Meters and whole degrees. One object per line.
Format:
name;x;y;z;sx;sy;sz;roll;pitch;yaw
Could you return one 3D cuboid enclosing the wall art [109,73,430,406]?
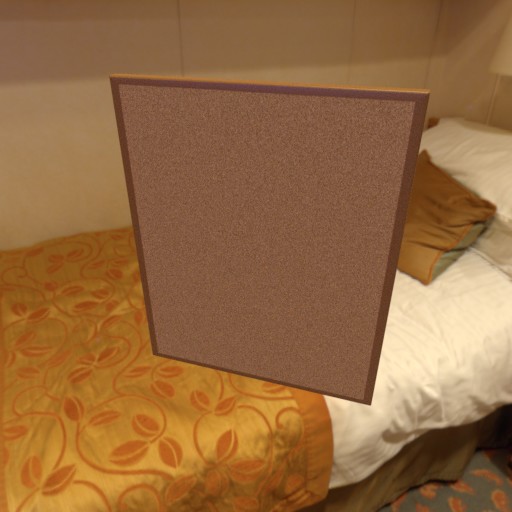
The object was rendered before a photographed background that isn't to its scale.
wall art;0.000;0.000;0.512;0.310;0.379;0.015;9;31;15
